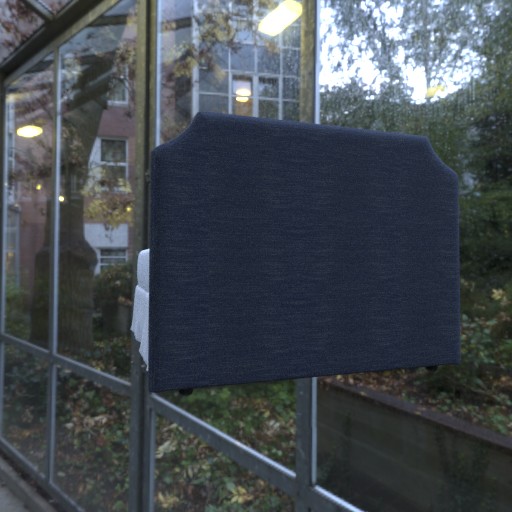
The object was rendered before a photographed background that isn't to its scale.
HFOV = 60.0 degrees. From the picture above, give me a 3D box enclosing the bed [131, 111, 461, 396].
[{"bbox_3d":[0.000,0.000,3.177,1.693,1.290,2.116,0,-1,-19],"label":"bed"}]
